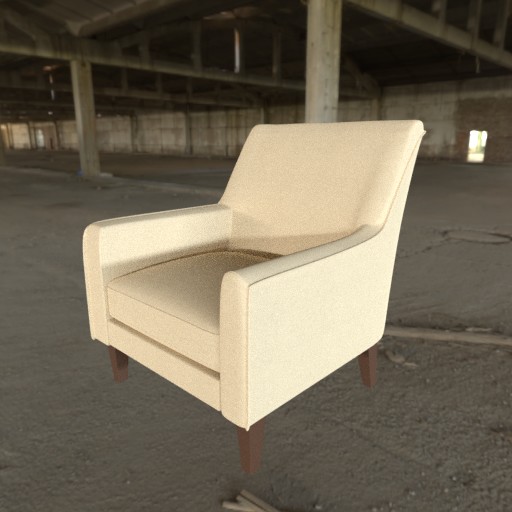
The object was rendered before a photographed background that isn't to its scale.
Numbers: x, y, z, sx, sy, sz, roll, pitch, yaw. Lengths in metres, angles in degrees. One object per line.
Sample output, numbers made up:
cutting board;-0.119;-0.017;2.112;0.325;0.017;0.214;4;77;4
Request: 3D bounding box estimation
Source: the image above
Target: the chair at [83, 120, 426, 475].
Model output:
chair;0.000;0.000;1.559;0.780;0.919;0.899;14;20;42
